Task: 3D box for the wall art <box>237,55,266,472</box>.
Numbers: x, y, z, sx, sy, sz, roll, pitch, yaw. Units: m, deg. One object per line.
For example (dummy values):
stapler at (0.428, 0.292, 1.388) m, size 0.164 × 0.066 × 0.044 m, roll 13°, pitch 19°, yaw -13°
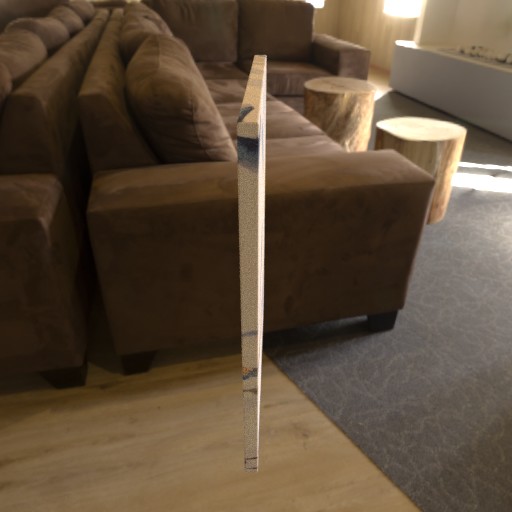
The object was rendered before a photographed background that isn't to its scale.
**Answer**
wall art at (0.000, 0.000, 1.343) m, size 0.038 × 1.015 × 0.761 m, roll 1°, pitch 32°, yaw 2°
